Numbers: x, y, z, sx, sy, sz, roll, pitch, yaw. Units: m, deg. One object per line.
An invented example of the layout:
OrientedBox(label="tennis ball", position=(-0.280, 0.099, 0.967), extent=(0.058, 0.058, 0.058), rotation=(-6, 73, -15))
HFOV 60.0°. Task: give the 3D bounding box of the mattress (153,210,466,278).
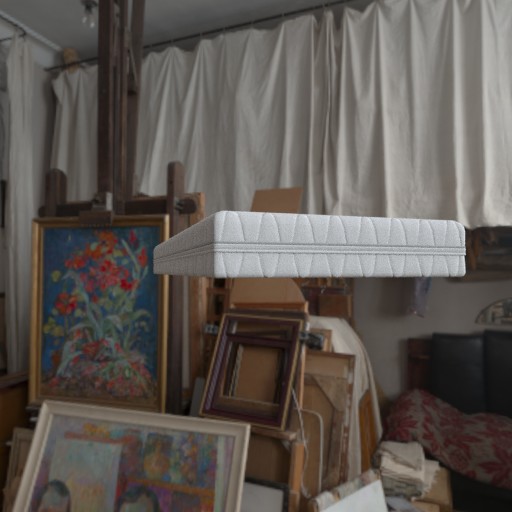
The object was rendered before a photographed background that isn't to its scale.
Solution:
OrientedBox(label="mattress", position=(0.000, 0.000, 2.351), extent=(0.900, 0.200, 2.000), rotation=(1, -2, -18))
